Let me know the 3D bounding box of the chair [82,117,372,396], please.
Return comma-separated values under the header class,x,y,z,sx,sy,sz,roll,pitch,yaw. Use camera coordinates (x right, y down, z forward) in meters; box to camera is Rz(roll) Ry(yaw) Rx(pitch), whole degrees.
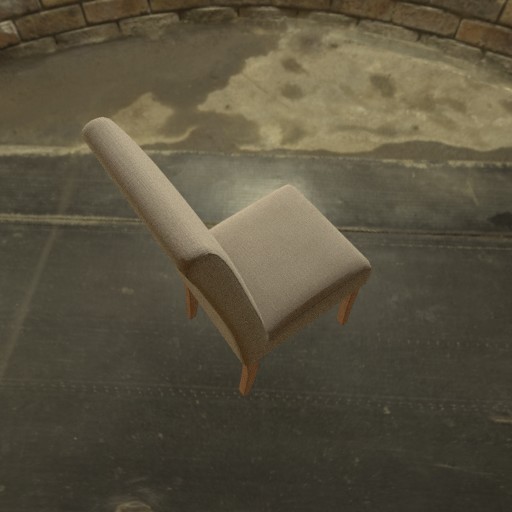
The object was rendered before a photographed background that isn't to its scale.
class,x,y,z,sx,sy,sz,roll,pitch,yaw
chair,0.000,0.000,1.348,0.611,1.033,0.450,-31,63,-18
